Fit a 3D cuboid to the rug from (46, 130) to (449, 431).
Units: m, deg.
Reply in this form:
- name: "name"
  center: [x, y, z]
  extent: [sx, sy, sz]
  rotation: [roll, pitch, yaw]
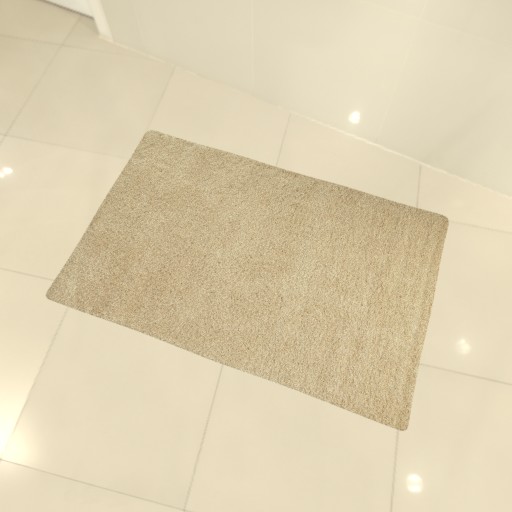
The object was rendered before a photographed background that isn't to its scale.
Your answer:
- name: "rug"
  center: [0.000, 0.000, 2.980]
  extent: [2.349, 0.025, 1.500]
  rotation: [18, 65, 9]
